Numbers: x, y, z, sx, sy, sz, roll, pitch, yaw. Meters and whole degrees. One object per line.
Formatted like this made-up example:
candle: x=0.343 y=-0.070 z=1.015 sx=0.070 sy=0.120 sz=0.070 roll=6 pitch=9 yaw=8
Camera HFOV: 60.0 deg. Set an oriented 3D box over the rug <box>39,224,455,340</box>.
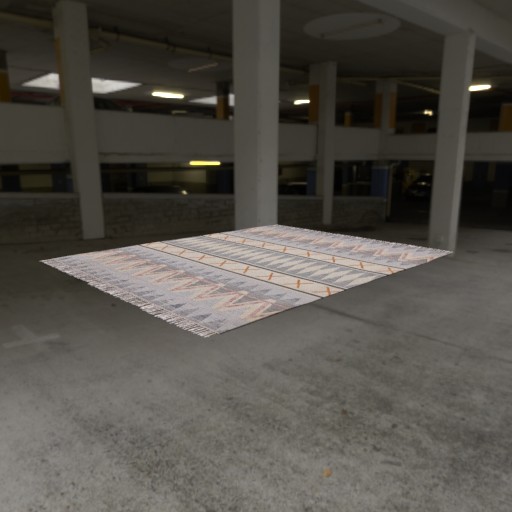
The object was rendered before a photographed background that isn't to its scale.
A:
rug: x=0.000 y=0.000 z=4.025 sx=3.000 sy=0.012 sz=2.371 roll=-12 pitch=17 yaw=-42
